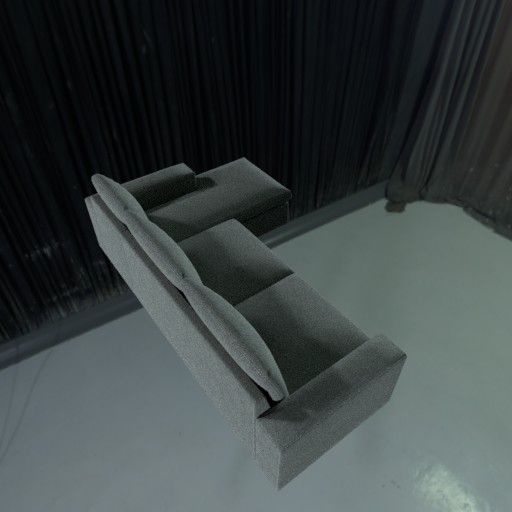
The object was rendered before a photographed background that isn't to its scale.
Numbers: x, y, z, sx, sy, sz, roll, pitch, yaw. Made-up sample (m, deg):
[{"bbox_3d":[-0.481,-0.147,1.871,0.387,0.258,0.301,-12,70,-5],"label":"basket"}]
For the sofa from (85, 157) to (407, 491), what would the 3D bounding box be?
[{"bbox_3d":[0.000,0.000,3.488,1.689,0.940,2.718,-27,49,-26],"label":"sofa"}]
